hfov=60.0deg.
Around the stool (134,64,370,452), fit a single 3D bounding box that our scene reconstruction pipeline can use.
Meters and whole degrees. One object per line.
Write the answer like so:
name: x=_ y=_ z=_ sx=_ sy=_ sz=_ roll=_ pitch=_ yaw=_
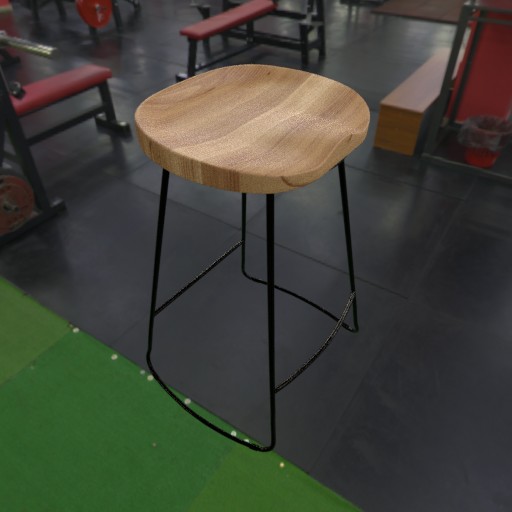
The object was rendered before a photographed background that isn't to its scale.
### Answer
stool: x=0.000 y=0.000 z=0.964 sx=0.401 sy=0.679 sz=0.480 roll=26 pitch=47 yaw=27
